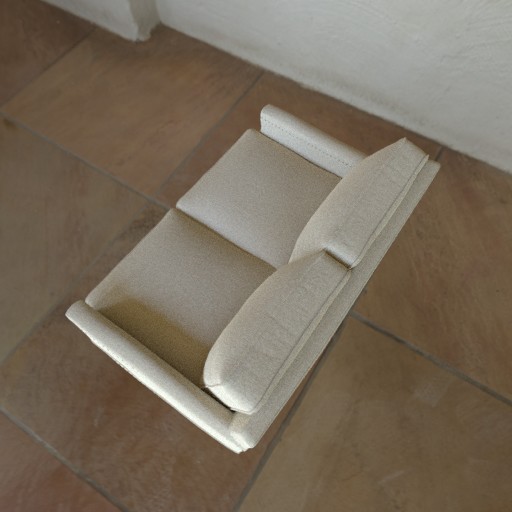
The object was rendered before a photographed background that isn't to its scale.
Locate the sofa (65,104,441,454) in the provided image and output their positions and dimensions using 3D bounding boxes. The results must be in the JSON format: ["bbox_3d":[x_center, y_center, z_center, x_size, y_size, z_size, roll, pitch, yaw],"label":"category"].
[{"bbox_3d":[0.000,0.000,2.236,1.084,1.003,1.597,33,67,16],"label":"sofa"}]
